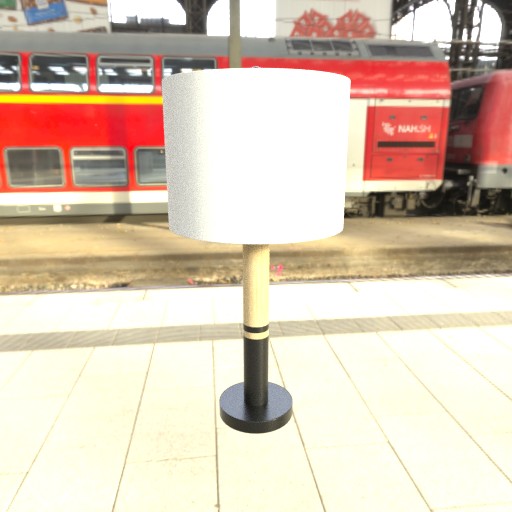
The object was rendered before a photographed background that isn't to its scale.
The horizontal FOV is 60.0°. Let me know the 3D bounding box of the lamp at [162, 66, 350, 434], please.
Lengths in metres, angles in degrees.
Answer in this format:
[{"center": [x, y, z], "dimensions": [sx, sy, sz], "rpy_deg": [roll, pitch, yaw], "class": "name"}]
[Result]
[{"center": [0.000, 0.000, 0.805], "dimensions": [0.305, 0.640, 0.305], "rpy_deg": [-2, 15, -8], "class": "lamp"}]
